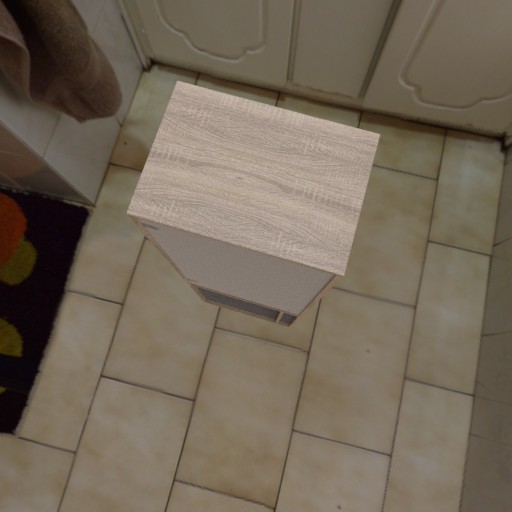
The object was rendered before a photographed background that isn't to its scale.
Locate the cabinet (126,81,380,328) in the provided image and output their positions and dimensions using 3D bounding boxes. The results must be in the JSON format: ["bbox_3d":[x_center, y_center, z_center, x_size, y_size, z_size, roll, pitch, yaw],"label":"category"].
[{"bbox_3d":[0.000,0.000,2.053,0.570,1.850,0.400,16,77,4],"label":"cabinet"}]
